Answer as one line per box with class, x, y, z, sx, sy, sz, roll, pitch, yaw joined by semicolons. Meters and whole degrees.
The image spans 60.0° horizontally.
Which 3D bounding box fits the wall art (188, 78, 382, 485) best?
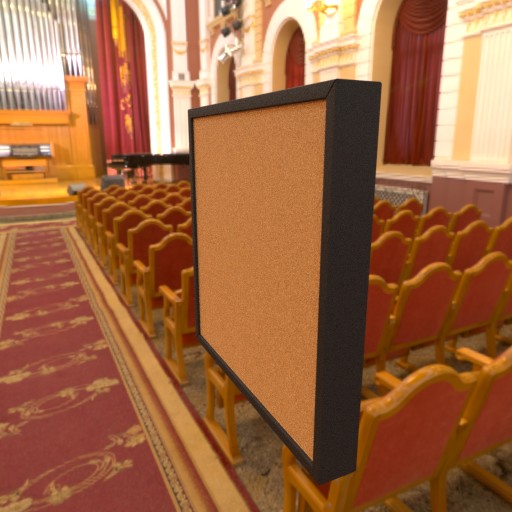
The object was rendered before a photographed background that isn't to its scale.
wall art;0.000;0.000;0.456;0.037;0.305;0.305;-7;16;-25
